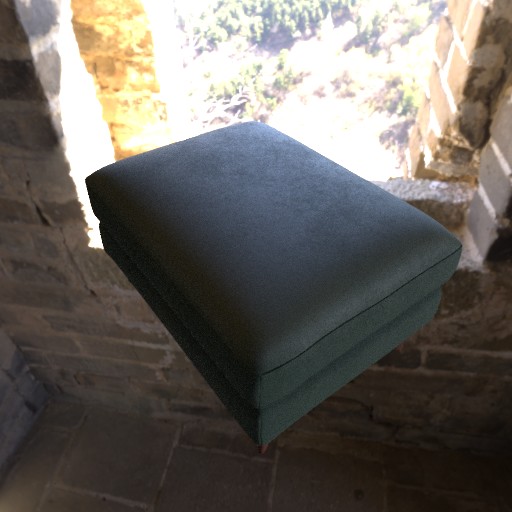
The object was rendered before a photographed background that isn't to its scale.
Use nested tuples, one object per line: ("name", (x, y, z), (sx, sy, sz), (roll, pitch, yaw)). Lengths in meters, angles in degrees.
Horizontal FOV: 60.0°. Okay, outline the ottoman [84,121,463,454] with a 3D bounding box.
("ottoman", (0.000, 0.000, 1.186), (0.608, 0.449, 0.811), (-26, 48, -27))
